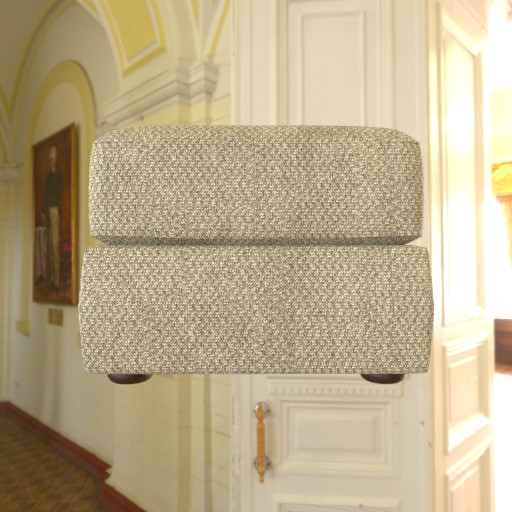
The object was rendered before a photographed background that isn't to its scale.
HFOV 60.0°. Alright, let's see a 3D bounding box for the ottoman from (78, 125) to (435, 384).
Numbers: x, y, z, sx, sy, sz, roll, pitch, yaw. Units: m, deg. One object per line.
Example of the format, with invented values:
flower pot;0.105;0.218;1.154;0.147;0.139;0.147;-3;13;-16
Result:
ottoman;0.000;0.000;1.103;0.603;0.476;0.751;0;-1;0
